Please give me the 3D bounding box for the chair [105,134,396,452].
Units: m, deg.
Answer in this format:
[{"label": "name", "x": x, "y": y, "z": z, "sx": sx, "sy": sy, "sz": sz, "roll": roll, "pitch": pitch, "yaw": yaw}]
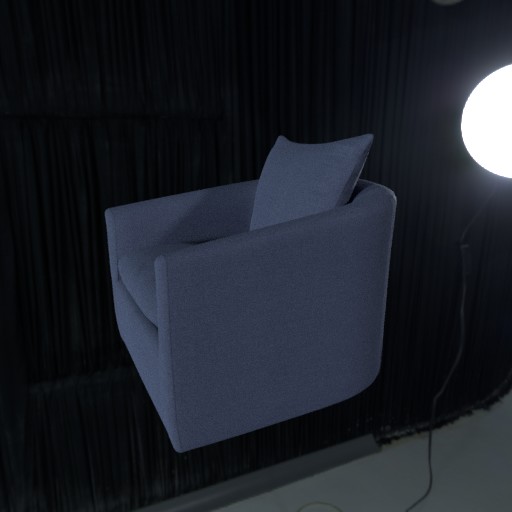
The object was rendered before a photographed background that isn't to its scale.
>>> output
[{"label": "chair", "x": 0.000, "y": 0.000, "z": 1.600, "sx": 0.910, "sy": 0.848, "sz": 0.845, "roll": -7, "pitch": 17, "yaw": -26}]
